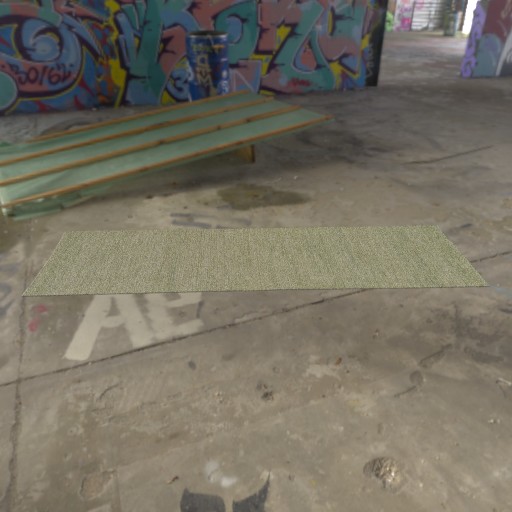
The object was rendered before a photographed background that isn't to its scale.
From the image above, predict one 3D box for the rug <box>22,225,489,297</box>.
[{"bbox_3d":[0.000,0.000,2.485,2.340,0.013,0.686,-1,31,-2],"label":"rug"}]
